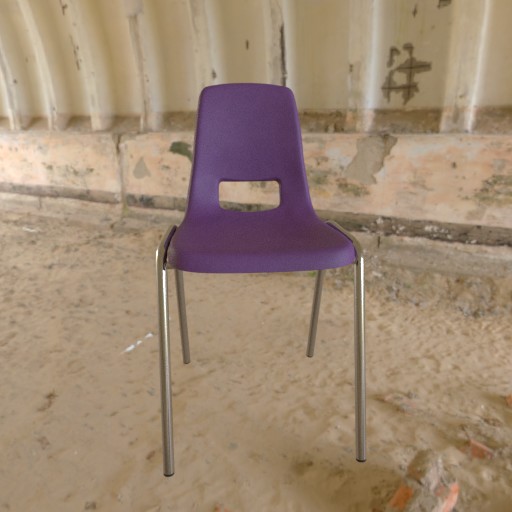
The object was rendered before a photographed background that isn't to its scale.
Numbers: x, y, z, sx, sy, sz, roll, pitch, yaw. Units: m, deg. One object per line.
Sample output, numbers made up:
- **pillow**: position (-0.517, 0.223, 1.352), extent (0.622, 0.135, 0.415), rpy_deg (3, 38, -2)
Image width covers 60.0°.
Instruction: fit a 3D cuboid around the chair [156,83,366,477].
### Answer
- **chair**: position (0.000, 0.000, 0.922), extent (0.381, 0.704, 0.432), rpy_deg (-2, 17, -5)
